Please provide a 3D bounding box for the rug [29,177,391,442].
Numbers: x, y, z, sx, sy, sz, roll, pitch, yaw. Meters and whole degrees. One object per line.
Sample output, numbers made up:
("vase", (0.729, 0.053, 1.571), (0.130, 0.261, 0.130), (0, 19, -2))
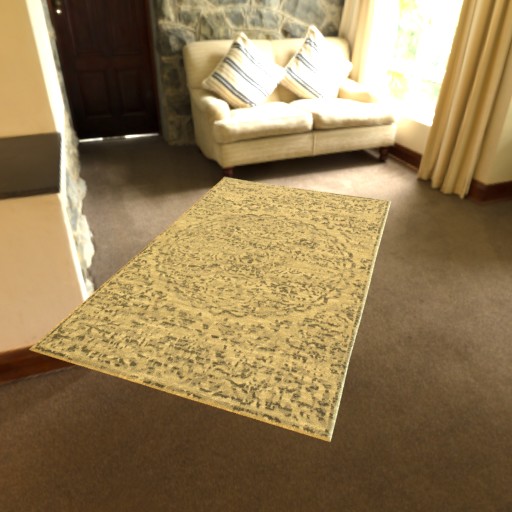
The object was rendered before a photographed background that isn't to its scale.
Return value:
("rug", (0.000, 0.000, 2.974), (1.527, 0.021, 2.447), (11, 33, 17))
